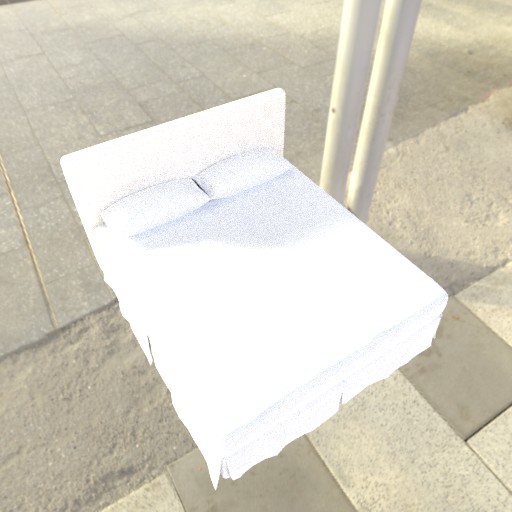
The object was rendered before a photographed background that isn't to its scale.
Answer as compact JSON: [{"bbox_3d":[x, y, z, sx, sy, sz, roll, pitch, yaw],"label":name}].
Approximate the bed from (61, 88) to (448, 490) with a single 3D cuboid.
[{"bbox_3d":[0.000,0.000,3.492,2.119,1.317,2.341,-26,52,-22],"label":"bed"}]
